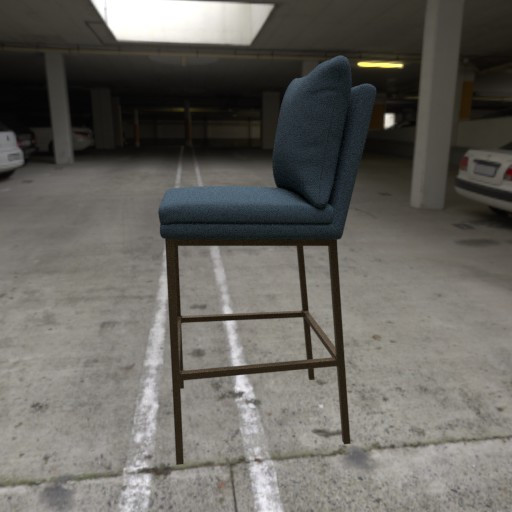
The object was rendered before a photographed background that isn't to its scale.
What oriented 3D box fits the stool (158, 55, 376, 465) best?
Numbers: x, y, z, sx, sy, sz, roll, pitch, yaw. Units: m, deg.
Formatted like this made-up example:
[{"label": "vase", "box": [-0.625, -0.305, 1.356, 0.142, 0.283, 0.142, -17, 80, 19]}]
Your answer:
[{"label": "stool", "box": [0.000, 0.000, 1.410, 0.568, 1.124, 0.463, -2, 14, -9]}]
